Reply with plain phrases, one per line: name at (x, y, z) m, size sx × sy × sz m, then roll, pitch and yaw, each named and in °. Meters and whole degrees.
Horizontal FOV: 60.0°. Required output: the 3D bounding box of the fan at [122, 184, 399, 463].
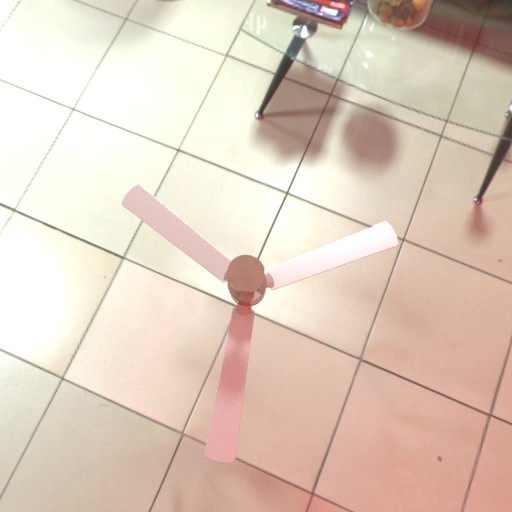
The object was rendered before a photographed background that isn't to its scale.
fan at (0.000, 0.000, 2.280) m, size 1.531 × 0.446 × 1.561 m, roll -33°, pitch 78°, yaw -8°
